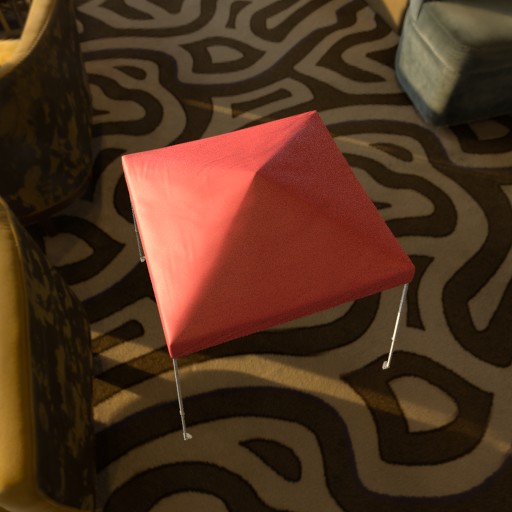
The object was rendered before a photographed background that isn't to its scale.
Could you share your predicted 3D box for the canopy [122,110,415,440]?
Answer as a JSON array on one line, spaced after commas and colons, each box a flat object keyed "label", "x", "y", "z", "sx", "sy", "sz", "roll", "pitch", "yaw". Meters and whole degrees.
[{"label": "canopy", "x": 0.000, "y": 0.000, "z": 6.677, "sx": 3.600, "sy": 3.600, "sz": 3.599, "roll": -16, "pitch": 59, "yaw": -10}]
